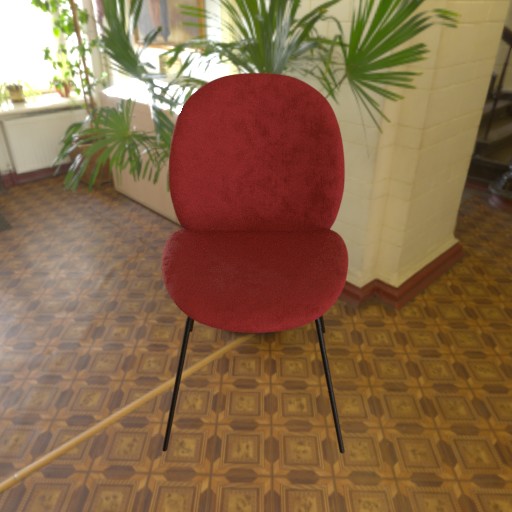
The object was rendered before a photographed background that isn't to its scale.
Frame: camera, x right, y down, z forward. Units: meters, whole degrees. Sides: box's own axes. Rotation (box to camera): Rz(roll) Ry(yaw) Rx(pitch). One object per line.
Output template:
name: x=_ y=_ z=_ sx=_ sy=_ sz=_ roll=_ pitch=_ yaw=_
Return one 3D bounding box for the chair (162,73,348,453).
chair: x=0.000 y=0.000 z=1.124 sx=0.458 sy=0.791 sz=0.587 roll=0 pitch=30 yaw=1
